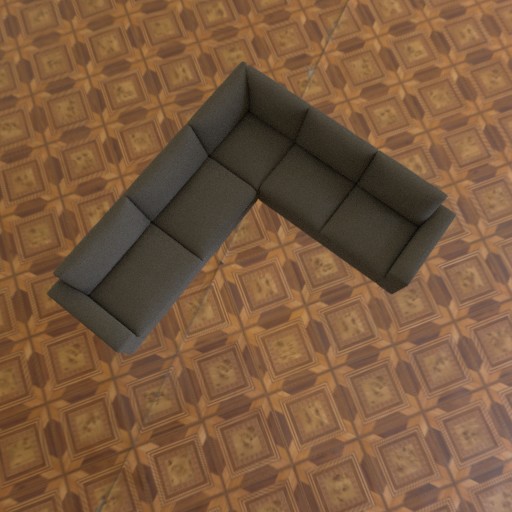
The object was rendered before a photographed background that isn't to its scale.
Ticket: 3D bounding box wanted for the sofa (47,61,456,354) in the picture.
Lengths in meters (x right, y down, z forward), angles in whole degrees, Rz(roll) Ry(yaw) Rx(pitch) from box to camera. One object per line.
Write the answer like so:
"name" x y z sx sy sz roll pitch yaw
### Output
"sofa" 0.000 0.000 4.735 2.895 0.965 3.277 36 79 9
